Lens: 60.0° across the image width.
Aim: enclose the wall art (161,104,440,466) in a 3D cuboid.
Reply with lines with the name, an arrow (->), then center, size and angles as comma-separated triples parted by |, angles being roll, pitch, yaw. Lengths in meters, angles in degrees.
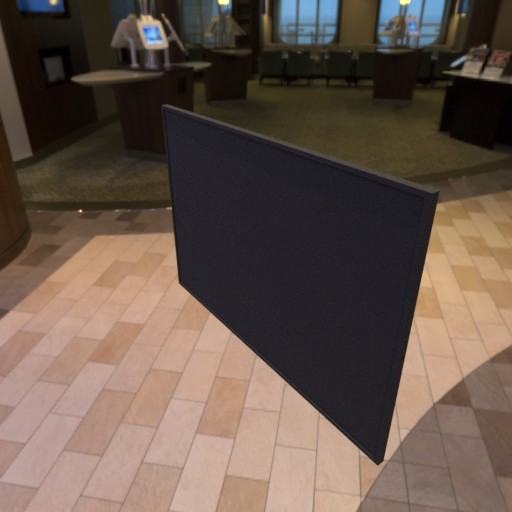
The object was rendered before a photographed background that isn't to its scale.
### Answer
wall art -> 0.000, 0.000, 1.475 | 0.028, 0.805, 1.190 | -19, 34, -31
